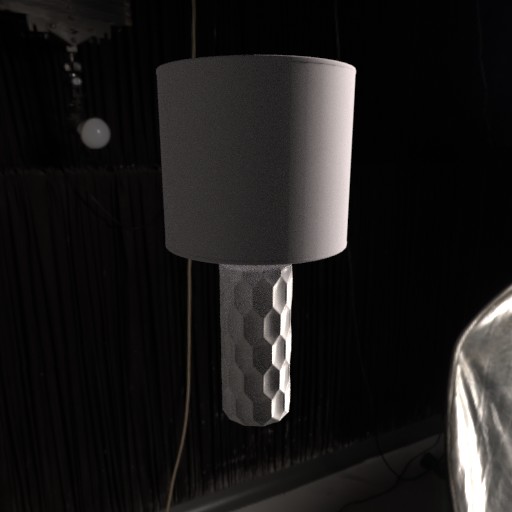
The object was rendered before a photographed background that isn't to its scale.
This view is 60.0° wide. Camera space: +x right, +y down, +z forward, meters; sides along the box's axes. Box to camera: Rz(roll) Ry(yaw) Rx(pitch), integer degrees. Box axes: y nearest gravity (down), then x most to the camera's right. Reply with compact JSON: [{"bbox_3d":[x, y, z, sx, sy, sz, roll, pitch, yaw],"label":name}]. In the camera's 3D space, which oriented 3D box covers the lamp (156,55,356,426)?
[{"bbox_3d":[0.000,0.000,0.696,0.277,0.537,0.277,-7,16,-25],"label":"lamp"}]
